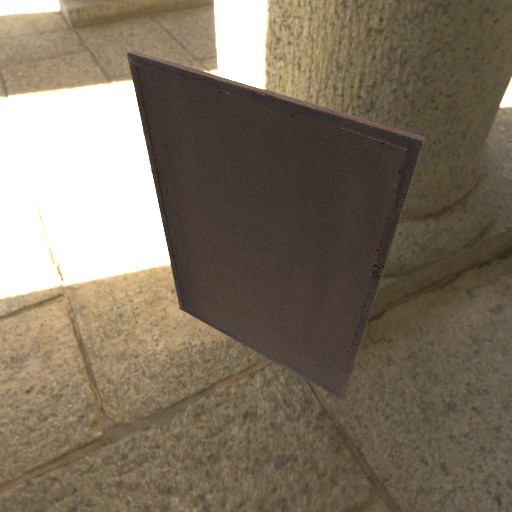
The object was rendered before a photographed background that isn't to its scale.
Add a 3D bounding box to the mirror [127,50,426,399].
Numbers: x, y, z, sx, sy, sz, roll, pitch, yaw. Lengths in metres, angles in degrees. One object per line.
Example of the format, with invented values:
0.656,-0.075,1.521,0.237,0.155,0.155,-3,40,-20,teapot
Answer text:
0.000,0.000,1.272,0.705,0.996,0.025,25,51,22,mirror
